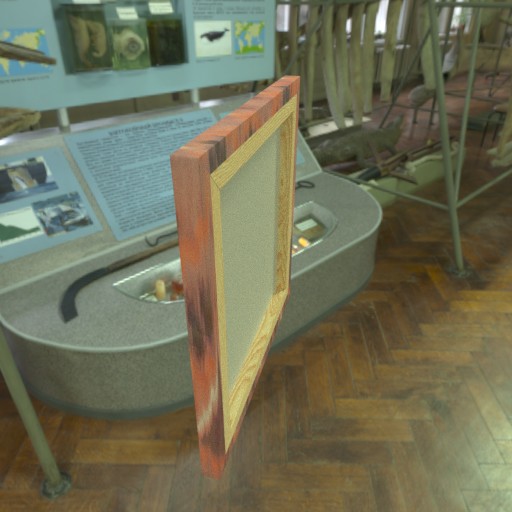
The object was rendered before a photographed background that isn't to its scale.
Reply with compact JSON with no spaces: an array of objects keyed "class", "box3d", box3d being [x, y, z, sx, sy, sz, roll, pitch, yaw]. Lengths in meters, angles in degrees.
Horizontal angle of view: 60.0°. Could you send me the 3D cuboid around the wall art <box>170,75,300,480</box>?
[{"class":"wall art","box3d":[0.000,0.000,0.912,0.037,0.609,0.603,8,32,14]}]
